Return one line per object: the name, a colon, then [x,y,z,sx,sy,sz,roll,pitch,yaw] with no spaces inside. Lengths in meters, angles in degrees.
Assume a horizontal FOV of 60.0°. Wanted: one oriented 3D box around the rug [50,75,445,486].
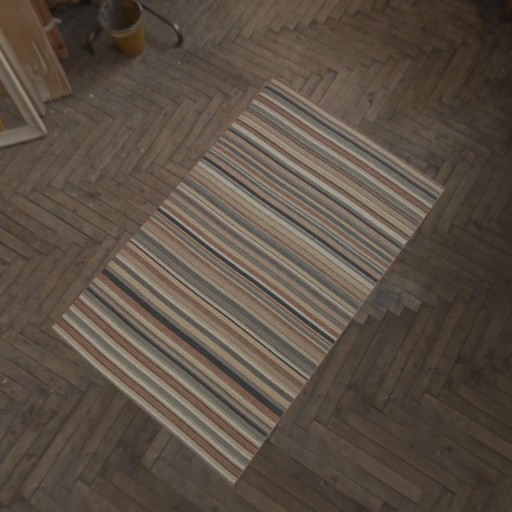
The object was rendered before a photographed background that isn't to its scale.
rug: [0.000,0.000,3.021,1.523,0.014,2.438,37,78,9]
